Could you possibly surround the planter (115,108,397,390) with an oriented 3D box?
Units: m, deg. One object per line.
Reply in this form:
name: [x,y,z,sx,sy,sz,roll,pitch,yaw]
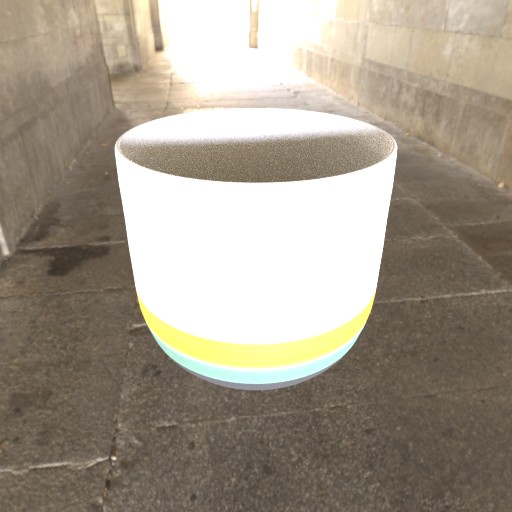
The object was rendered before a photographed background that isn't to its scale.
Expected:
planter: [0.000,0.000,0.499,0.268,0.270,0.268,0,30,0]
